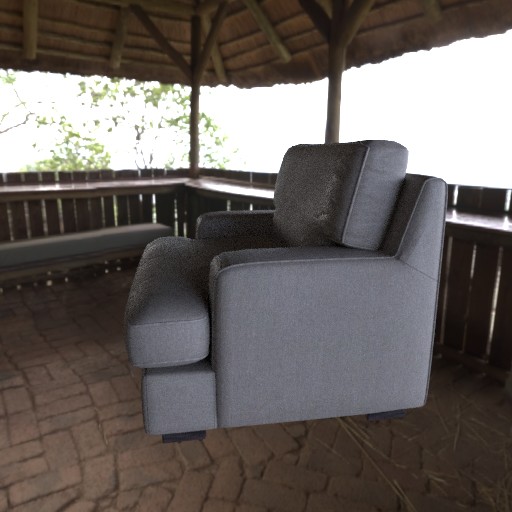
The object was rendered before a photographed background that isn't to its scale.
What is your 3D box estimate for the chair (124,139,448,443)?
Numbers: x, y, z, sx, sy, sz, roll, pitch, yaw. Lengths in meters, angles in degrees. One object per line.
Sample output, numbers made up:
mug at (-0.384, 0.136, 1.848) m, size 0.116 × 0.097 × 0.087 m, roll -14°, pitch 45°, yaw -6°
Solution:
chair at (0.000, 0.000, 1.945) m, size 1.043 × 0.974 × 1.270 m, roll -2°, pitch 14°, yaw -10°
